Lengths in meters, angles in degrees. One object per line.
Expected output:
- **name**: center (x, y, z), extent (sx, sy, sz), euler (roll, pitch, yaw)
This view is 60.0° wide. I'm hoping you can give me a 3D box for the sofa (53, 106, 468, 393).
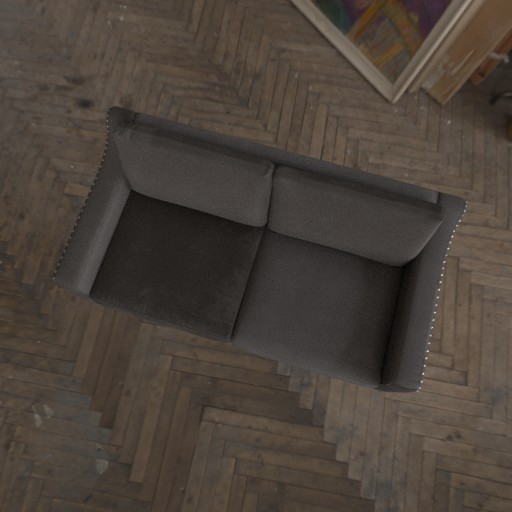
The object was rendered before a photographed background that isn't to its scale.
- **sofa**: center (0.000, 0.000, 3.242), extent (2.550, 1.196, 1.336), euler (16, 74, 5)
